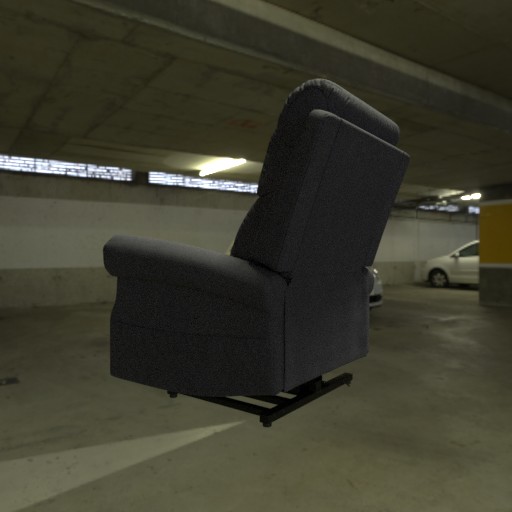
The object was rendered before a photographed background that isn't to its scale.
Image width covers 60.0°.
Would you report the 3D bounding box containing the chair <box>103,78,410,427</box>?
[{"bbox_3d":[0.000,0.000,1.723,0.979,1.031,0.871,0,0,37],"label":"chair"}]
